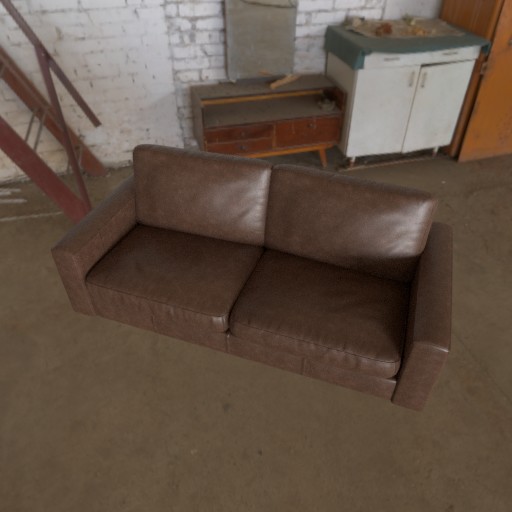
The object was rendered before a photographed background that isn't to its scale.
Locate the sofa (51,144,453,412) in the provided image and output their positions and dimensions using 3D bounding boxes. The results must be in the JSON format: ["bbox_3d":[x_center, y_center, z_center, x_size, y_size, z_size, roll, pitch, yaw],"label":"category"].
[{"bbox_3d":[0.000,0.000,2.664,2.179,0.873,1.016,13,42,14],"label":"sofa"}]
